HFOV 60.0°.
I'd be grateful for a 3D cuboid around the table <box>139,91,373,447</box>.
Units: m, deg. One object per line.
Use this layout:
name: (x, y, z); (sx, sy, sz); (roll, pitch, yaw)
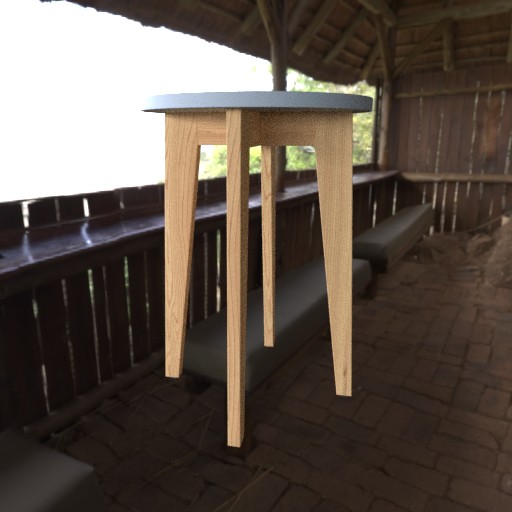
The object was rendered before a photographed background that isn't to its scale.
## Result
table: (0.000, 0.000, 0.752); (0.350, 0.500, 0.350); (0, 16, 0)
